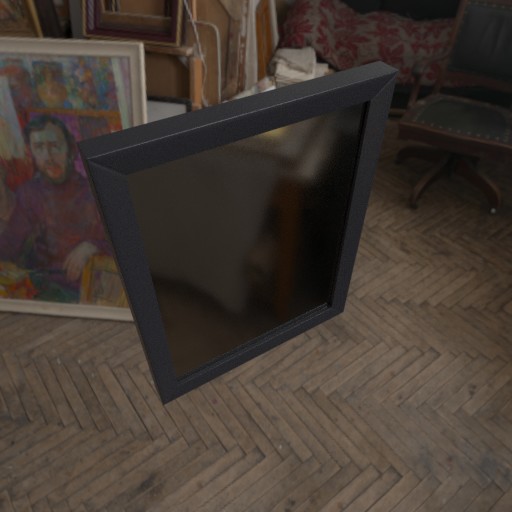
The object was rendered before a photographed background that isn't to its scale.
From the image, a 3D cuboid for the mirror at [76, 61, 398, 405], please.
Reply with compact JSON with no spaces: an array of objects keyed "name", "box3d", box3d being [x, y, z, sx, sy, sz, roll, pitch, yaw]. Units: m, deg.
[{"name":"mirror","box3d":[0.000,0.000,0.691,0.405,0.508,0.041,-23,49,-21]}]
